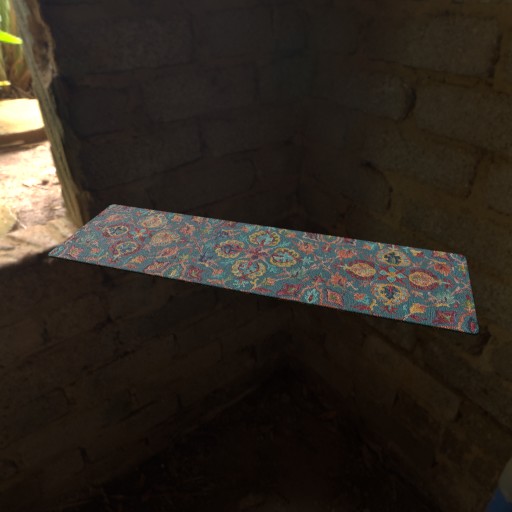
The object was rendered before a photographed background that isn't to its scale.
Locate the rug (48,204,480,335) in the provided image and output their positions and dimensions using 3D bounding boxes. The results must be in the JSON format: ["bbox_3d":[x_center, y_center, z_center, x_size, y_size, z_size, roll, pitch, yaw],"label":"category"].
[{"bbox_3d":[0.000,0.000,2.517,2.286,0.013,0.686,9,34,14],"label":"rug"}]
